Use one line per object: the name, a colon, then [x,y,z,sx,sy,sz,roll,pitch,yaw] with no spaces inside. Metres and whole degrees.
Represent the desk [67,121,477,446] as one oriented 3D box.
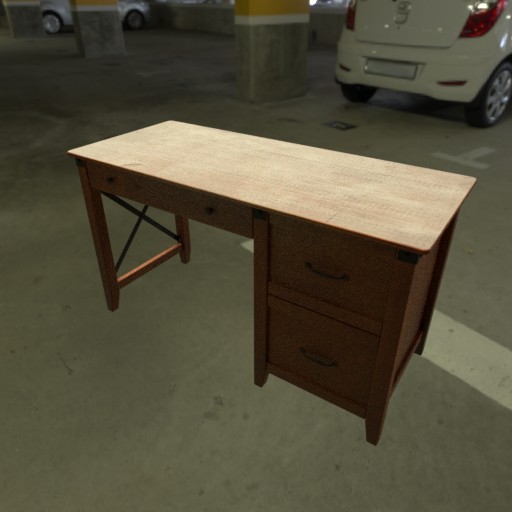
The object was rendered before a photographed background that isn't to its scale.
desk: [0.000,0.000,1.750,1.353,0.756,0.574,19,36,29]
